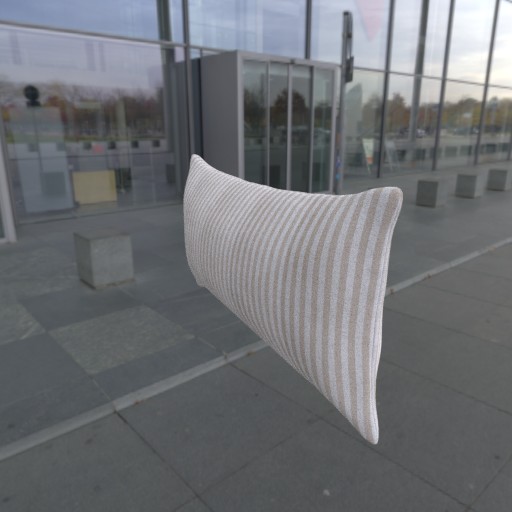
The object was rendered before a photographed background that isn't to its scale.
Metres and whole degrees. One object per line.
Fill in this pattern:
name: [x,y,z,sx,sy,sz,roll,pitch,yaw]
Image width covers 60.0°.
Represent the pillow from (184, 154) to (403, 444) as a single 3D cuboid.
pillow: [0.000,0.000,0.725,0.151,0.295,0.617,-8,18,-25]
